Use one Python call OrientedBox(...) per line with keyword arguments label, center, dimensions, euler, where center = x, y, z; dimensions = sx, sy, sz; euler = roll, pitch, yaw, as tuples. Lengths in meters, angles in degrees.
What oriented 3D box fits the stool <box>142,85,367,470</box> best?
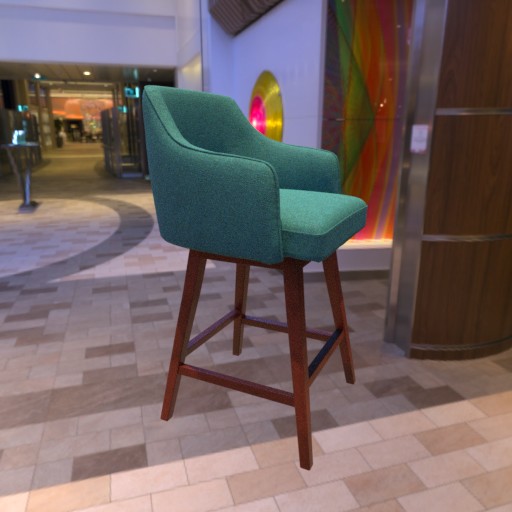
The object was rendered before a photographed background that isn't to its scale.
OrientedBox(label="stool", center=(0.000, 0.000, 1.325), dimensions=(0.556, 0.961, 0.548), euler=(8, 18, 25))
